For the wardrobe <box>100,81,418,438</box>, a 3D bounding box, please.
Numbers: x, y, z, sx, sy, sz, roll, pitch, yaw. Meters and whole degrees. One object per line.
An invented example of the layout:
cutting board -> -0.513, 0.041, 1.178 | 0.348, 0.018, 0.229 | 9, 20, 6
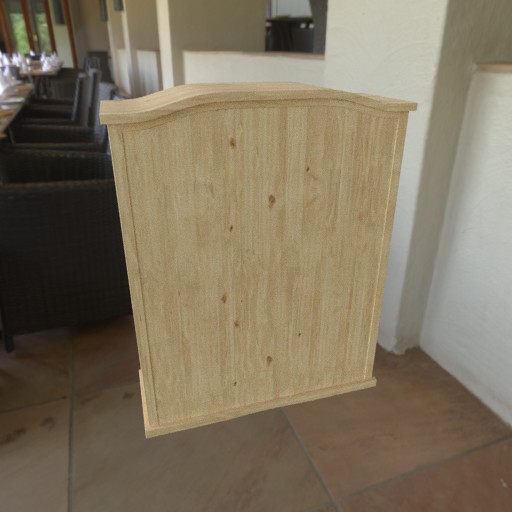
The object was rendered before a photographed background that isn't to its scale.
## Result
wardrobe -> 0.000, 0.000, 2.605 | 1.500, 1.870, 0.570 | -7, 26, -15
